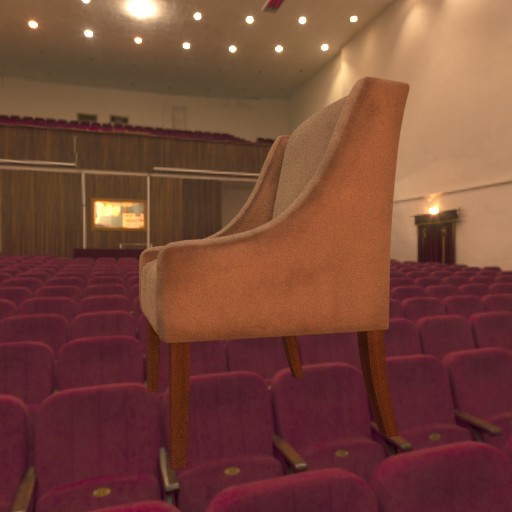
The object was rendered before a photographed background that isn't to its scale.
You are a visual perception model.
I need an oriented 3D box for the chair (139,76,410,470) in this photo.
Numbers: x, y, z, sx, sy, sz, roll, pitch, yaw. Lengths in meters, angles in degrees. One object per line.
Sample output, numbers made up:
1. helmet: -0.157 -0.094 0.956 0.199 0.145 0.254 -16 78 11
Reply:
1. chair: 0.000 0.000 1.301 0.629 0.895 0.629 0 0 -18
